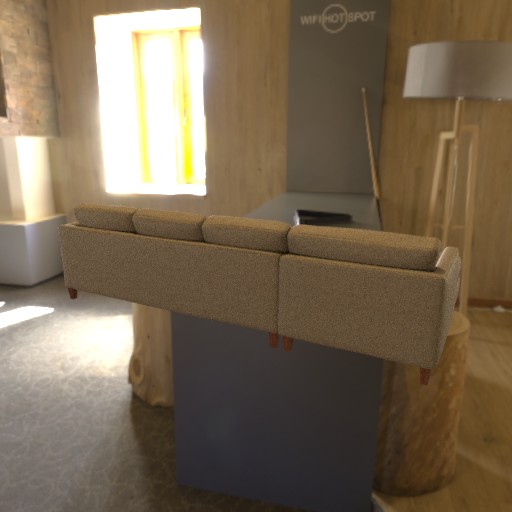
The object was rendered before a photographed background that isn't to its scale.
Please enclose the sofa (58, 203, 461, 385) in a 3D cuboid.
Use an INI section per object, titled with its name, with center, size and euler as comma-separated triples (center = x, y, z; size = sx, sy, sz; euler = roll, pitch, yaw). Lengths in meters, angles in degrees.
[sofa]
center = 0.000, 0.000, 3.833
size = 3.201, 0.876, 1.502
euler = 8, 17, 27
